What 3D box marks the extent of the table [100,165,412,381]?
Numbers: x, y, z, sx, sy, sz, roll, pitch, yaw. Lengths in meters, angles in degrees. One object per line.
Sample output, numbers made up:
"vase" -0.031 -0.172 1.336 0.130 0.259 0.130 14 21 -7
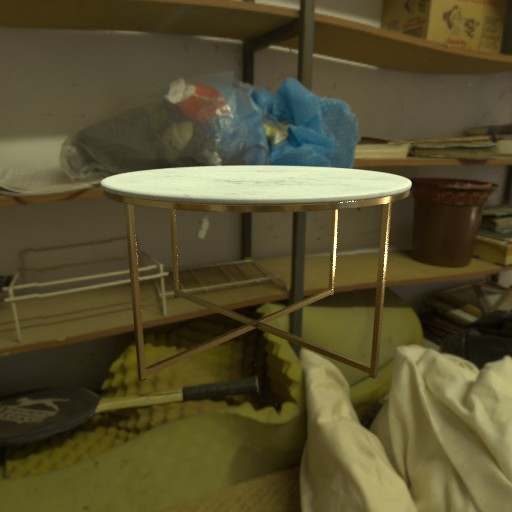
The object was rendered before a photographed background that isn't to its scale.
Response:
"table" 0.000 0.000 1.261 0.800 0.450 0.800 0 16 0
